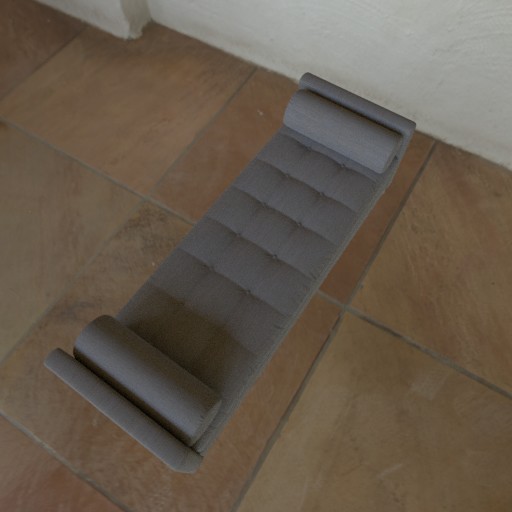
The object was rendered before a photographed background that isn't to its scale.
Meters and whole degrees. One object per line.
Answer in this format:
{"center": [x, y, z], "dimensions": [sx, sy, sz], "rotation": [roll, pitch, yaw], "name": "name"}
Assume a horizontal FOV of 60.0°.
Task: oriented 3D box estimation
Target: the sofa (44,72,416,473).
{"center": [0.000, 0.000, 2.281], "dimensions": [0.686, 0.635, 1.981], "rotation": [32, 67, 15], "name": "sofa"}
